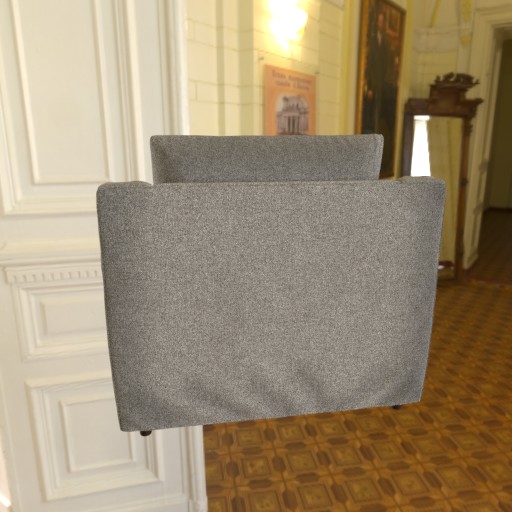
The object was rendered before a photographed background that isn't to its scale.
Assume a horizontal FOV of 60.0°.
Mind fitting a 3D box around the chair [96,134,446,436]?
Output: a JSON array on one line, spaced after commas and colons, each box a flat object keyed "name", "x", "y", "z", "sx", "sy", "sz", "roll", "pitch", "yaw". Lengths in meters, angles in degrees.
[{"name": "chair", "x": 0.000, "y": 0.000, "z": 2.013, "sx": 1.194, "sy": 1.059, "sz": 1.071, "roll": -2, "pitch": 14, "yaw": -9}]
